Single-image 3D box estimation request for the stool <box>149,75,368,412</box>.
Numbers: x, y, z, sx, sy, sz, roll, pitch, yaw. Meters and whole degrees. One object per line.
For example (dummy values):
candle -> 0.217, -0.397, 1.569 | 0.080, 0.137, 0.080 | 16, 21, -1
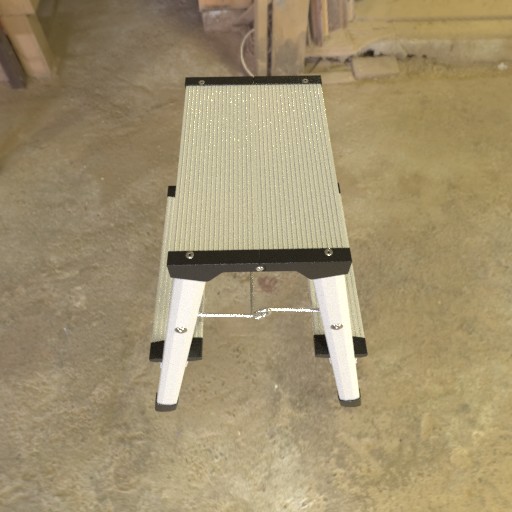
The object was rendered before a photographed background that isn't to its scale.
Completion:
stool -> 0.000, 0.000, 0.774 | 0.405, 0.480, 0.404 | -1, 57, -1
